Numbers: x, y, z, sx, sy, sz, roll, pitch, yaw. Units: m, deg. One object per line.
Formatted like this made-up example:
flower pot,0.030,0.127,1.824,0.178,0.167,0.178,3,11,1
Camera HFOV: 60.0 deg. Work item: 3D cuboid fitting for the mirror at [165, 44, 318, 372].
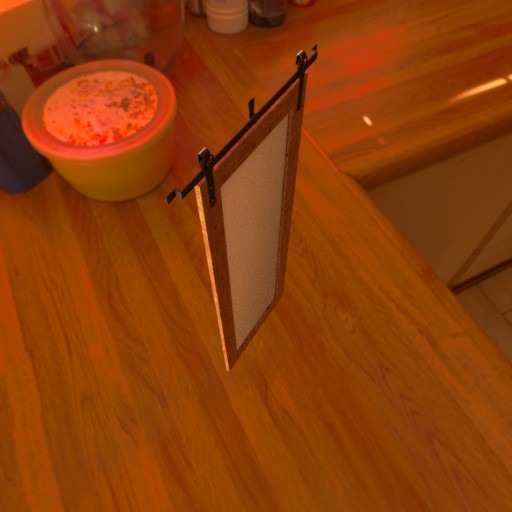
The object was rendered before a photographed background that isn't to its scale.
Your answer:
mirror,0.000,0.000,2.098,0.042,1.793,0.847,29,62,17
